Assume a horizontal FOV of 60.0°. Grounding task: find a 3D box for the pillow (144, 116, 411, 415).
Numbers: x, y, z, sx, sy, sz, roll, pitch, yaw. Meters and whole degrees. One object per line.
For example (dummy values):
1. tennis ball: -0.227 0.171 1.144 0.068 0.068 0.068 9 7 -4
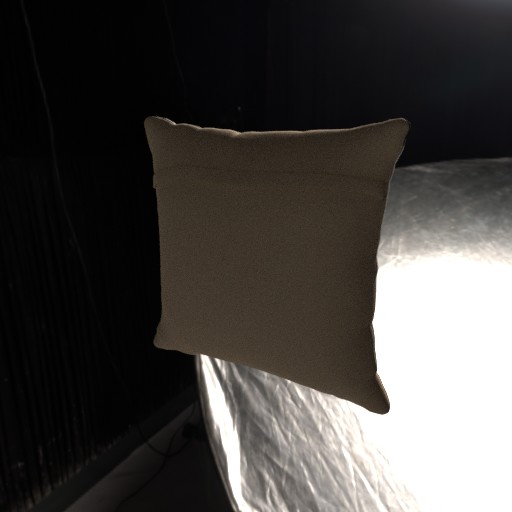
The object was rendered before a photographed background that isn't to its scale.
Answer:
1. pillow: 0.000 0.000 0.832 0.536 0.506 0.229 9 18 28
